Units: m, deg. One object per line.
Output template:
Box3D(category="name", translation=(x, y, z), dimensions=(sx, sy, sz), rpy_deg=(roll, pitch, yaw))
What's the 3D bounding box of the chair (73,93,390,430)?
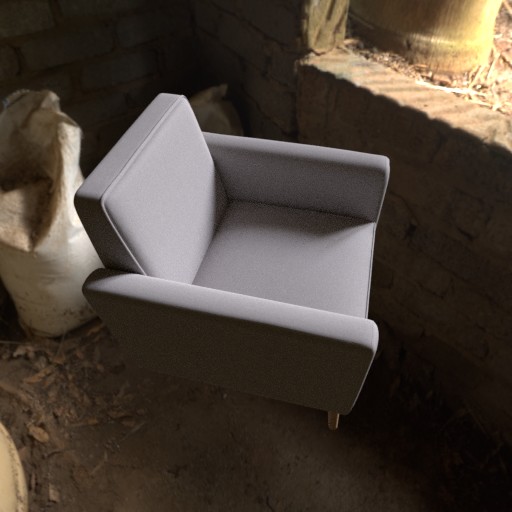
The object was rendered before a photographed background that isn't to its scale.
Box3D(category="chair", translation=(0.000, 0.000, 1.421), dimensions=(0.750, 0.780, 0.780), rpy_deg=(10, 47, 10))
